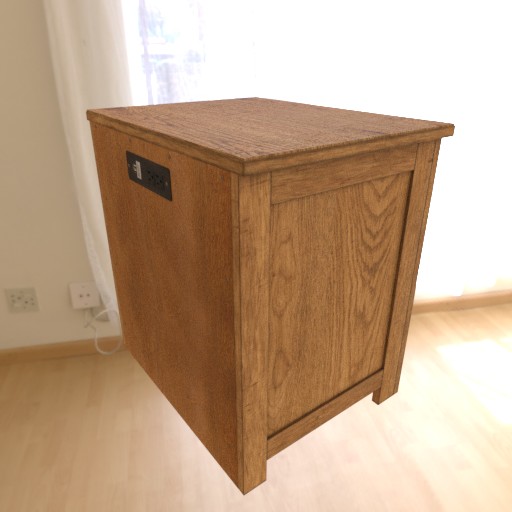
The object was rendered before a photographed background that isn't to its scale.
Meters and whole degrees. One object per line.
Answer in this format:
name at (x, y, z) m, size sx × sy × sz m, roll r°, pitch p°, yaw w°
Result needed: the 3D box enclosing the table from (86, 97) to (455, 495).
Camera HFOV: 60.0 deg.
table at (0.000, 0.000, 1.025) m, size 0.494 × 0.625 × 0.601 m, roll -18°, pitch 30°, yaw -33°
